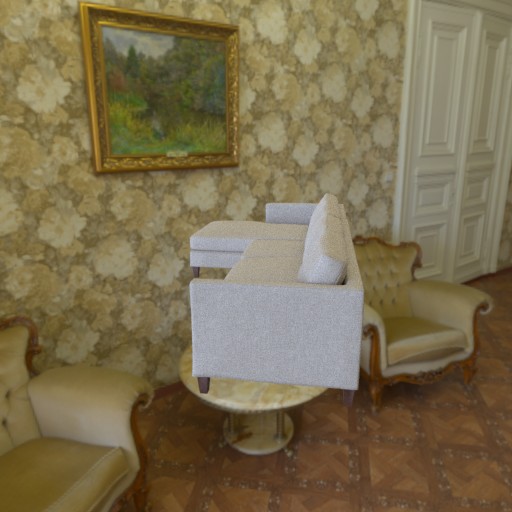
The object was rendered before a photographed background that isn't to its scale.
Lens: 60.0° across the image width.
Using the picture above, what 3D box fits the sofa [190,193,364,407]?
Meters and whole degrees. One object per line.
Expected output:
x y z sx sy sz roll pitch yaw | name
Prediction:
0.000 0.000 3.935 1.625 0.846 3.186 2 15 9 | sofa
